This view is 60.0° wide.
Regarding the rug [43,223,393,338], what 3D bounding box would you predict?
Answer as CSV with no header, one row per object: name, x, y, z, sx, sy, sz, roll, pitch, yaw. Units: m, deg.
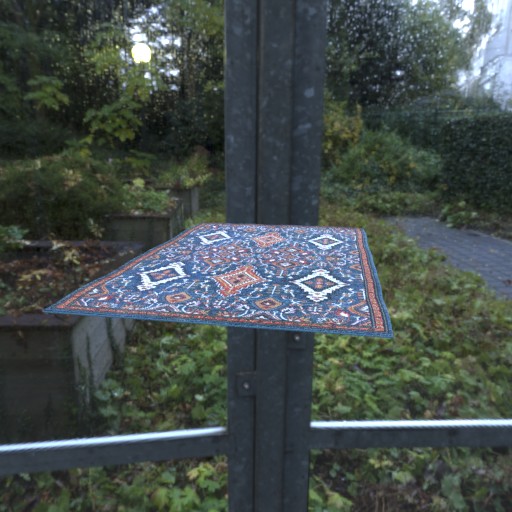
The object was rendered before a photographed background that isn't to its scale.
rug,0.000,0.000,2.319,1.195,0.014,1.847,3,14,10
